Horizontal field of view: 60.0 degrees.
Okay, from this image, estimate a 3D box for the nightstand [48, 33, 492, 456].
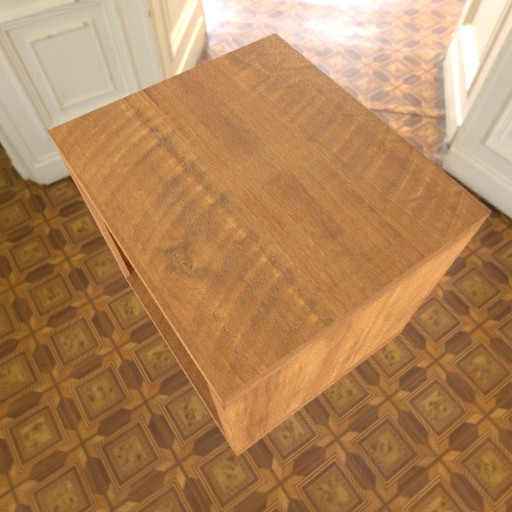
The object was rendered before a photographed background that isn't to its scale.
[{"bbox_3d":[0.000,0.000,0.845,0.436,0.491,0.493,-31,64,-17],"label":"nightstand"}]
